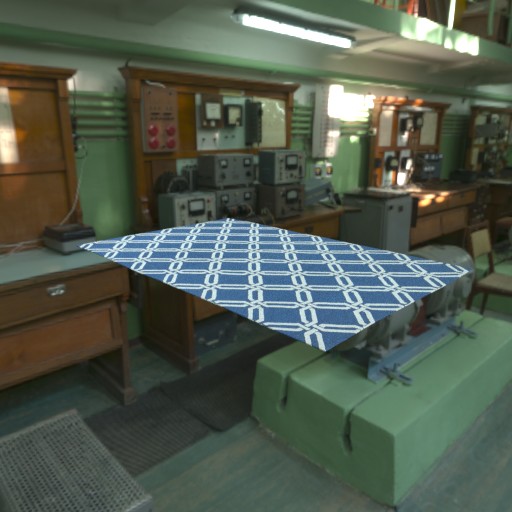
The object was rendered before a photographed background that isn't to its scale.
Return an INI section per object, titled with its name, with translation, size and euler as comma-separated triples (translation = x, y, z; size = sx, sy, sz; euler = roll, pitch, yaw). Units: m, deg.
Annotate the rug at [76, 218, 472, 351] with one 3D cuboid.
[rug]
translation = 0.000, 0.000, 2.296
size = 1.153, 0.010, 1.755
euler = -15, 22, -42
